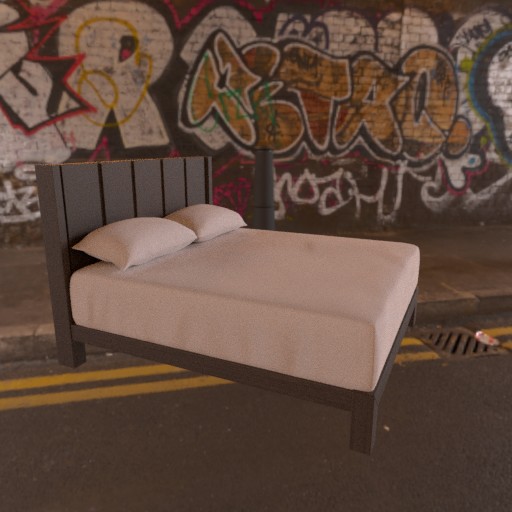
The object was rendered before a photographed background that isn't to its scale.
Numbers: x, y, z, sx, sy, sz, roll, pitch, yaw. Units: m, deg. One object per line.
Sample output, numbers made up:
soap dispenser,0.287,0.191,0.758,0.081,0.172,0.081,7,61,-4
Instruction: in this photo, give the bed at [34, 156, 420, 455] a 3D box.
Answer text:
bed,0.000,0.000,3.042,1.992,1.261,1.735,7,16,25
